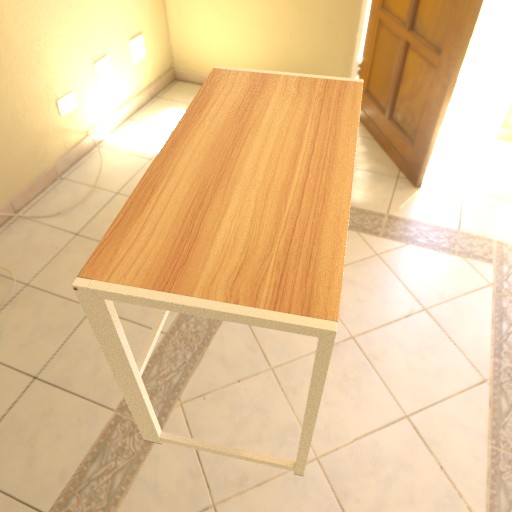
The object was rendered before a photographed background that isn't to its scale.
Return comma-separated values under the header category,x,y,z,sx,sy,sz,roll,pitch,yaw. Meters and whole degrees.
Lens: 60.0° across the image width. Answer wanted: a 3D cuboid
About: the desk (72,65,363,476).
category,x,y,z,sx,sy,sz,roll,pitch,yaw
desk,0.000,0.000,1.430,0.508,0.762,1.016,9,47,8
